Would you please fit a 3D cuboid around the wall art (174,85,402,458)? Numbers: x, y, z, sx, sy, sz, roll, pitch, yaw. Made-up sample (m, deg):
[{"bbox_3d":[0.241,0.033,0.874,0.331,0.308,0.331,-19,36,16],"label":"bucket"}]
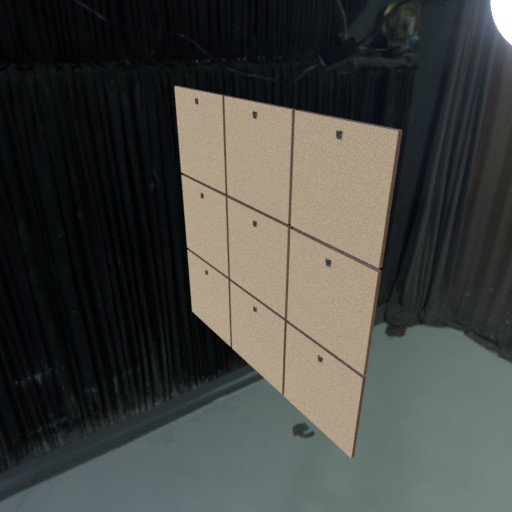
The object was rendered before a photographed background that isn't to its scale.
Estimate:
[{"bbox_3d":[0.000,0.000,1.364,0.018,0.904,0.906,-19,33,-32],"label":"wall art"}]
